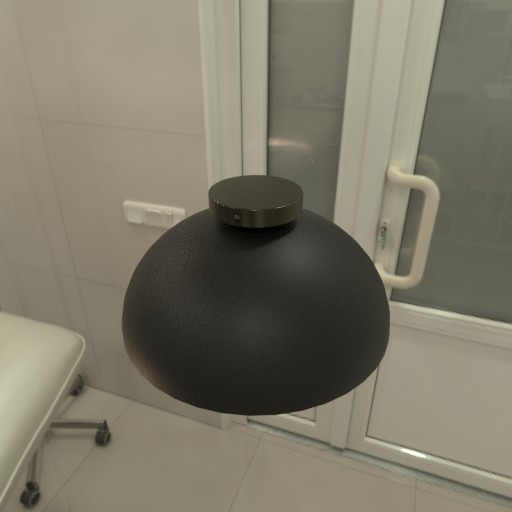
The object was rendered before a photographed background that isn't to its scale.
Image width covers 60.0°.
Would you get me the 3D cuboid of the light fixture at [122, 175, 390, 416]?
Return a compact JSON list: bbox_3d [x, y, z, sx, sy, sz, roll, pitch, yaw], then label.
[{"bbox_3d":[0.000,0.000,0.566,0.355,0.177,0.355,0,30,0],"label":"light fixture"}]
